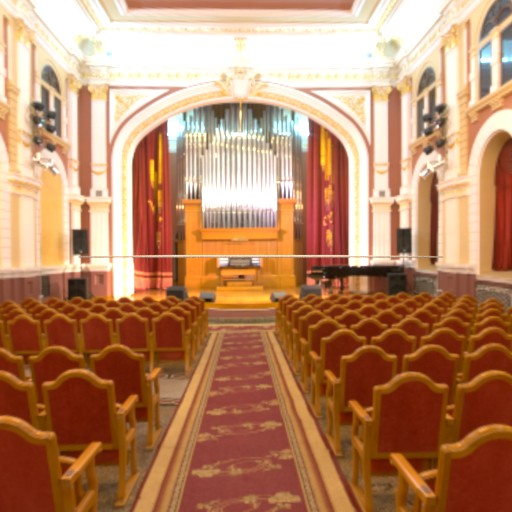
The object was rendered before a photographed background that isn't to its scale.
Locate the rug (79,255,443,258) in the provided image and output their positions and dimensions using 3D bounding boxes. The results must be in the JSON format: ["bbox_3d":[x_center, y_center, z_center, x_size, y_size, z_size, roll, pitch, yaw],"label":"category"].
[{"bbox_3d":[0.000,0.000,2.982,1.523,0.006,2.289,0,0,-1],"label":"rug"}]
